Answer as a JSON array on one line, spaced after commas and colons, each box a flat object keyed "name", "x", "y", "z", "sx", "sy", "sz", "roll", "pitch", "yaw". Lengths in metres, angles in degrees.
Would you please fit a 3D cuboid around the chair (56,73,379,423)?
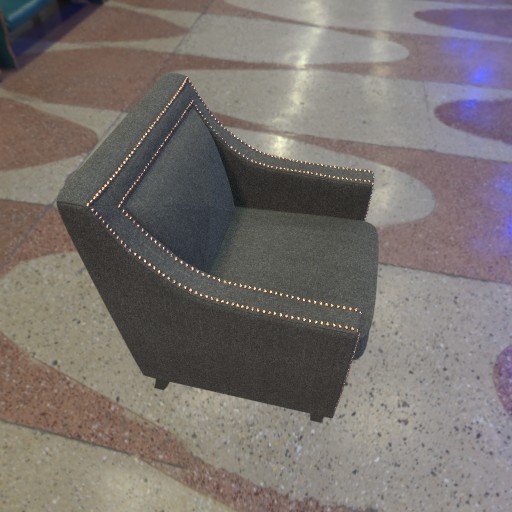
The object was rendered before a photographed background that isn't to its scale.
[{"name": "chair", "x": 0.000, "y": 0.000, "z": 1.629, "sx": 0.884, "sy": 0.967, "sz": 0.776, "roll": 10, "pitch": 47, "yaw": 9}]
